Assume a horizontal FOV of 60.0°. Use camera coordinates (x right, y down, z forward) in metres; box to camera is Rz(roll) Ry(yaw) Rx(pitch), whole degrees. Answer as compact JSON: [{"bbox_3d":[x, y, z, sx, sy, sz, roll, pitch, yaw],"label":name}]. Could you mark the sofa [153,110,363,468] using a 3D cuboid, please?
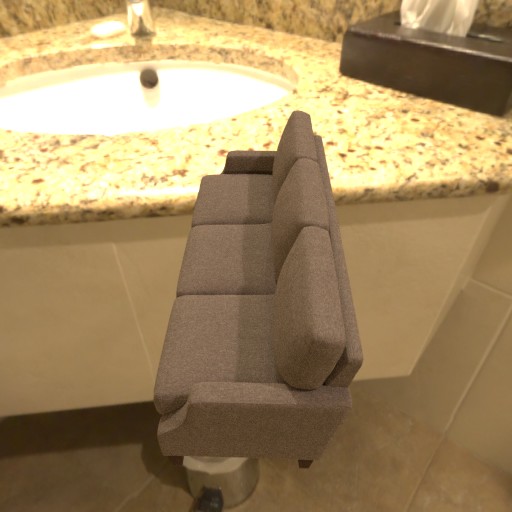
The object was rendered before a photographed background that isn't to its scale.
[{"bbox_3d":[0.000,0.000,2.630,0.888,0.984,2.115,1,41,1],"label":"sofa"}]
